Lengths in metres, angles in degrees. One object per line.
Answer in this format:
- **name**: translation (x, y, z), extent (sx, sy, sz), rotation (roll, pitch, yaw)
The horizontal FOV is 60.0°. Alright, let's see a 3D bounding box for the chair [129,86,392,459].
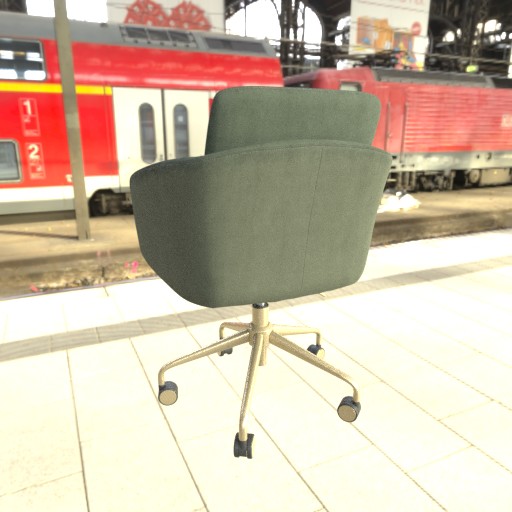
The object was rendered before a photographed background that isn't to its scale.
- **chair**: translation (0.000, 0.000, 1.341), extent (0.641, 0.908, 0.635), rotation (-8, 17, -26)
